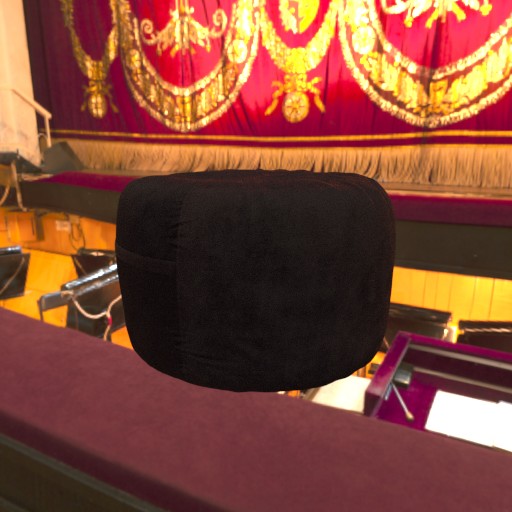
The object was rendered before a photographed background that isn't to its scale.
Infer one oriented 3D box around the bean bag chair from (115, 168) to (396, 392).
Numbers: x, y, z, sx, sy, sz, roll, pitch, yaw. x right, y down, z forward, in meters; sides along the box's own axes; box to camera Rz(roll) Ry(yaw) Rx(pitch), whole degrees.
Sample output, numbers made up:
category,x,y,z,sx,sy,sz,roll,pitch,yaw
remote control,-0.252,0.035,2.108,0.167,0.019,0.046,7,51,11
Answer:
category,x,y,z,sx,sy,sz,roll,pitch,yaw
bean bag chair,0.000,0.000,2.040,1.219,0.762,1.219,0,14,0
